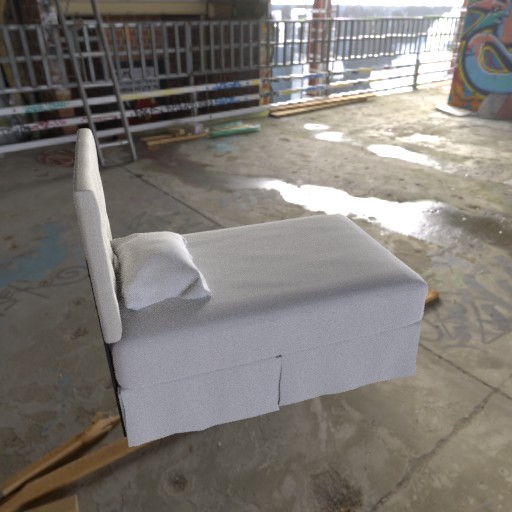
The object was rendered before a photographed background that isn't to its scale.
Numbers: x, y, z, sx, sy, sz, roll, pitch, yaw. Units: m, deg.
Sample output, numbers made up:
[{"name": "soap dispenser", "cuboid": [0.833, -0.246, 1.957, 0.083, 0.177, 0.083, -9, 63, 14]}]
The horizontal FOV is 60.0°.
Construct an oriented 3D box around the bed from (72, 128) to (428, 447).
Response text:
[{"name": "bed", "cuboid": [0.000, 0.000, 2.937, 1.997, 1.571, 1.261, -9, 31, -16]}]
